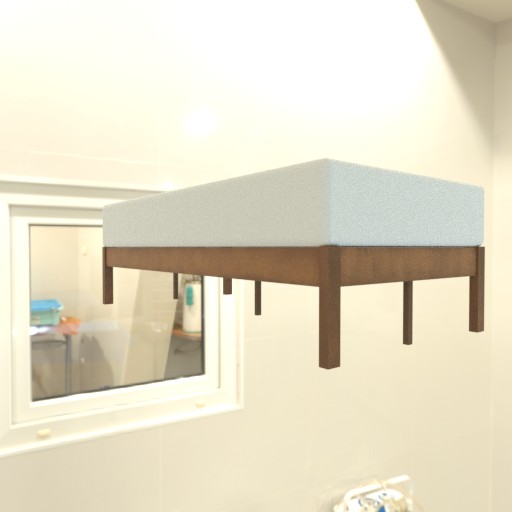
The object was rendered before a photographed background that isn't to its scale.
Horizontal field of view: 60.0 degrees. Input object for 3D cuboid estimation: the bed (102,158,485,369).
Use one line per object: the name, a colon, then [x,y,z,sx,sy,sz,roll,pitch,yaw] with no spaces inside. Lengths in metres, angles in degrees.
bed: [0.000,0.000,2.315,0.961,0.616,1.902,-1,1,-38]
